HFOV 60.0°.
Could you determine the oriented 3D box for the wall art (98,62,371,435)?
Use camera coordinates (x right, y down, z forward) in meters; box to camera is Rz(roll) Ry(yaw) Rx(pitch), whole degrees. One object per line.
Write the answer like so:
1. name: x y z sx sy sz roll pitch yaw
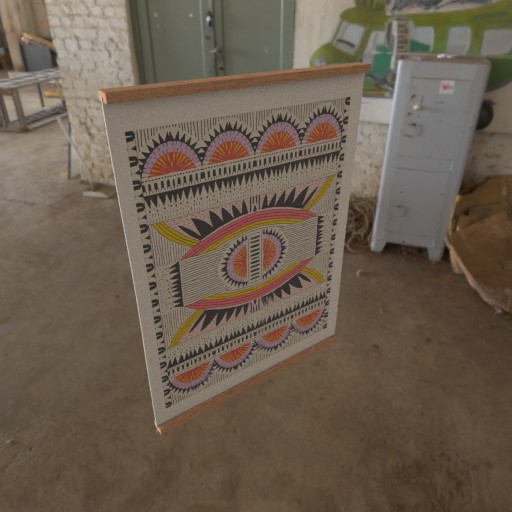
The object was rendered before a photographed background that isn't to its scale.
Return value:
1. wall art: 0.000 0.000 0.797 0.456 0.609 0.028 -20 36 -30
